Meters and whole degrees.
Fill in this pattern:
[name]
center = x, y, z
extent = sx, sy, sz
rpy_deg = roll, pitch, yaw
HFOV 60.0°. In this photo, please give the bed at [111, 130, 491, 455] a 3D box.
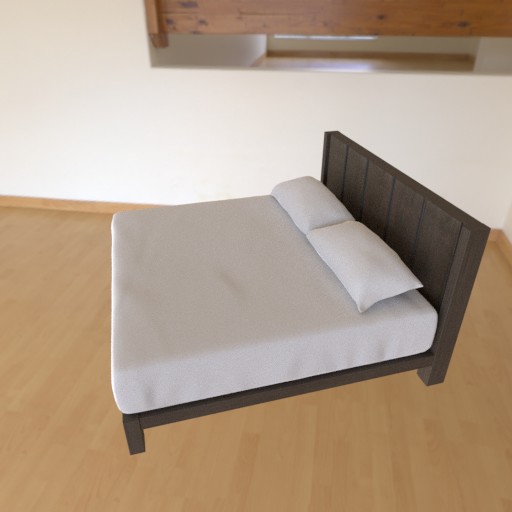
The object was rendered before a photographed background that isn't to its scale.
[bed]
center = 0.000, 0.000, 3.517
extent = 2.238, 1.261, 2.143
rpy_deg = -8, 32, -13
